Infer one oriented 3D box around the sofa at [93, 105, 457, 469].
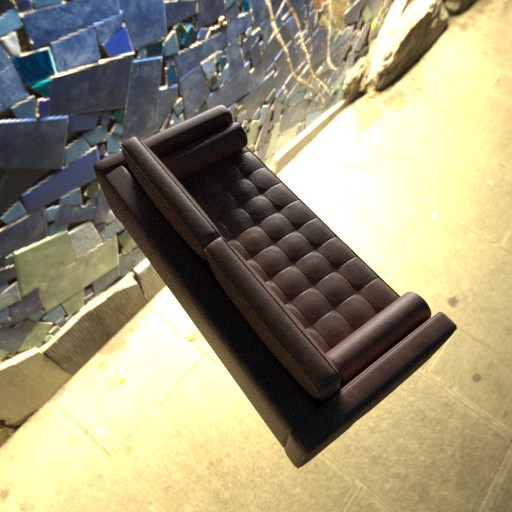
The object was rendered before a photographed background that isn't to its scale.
[{"bbox_3d":[0.000,0.000,2.358,0.910,0.760,1.870,-32,63,-19],"label":"sofa"}]
